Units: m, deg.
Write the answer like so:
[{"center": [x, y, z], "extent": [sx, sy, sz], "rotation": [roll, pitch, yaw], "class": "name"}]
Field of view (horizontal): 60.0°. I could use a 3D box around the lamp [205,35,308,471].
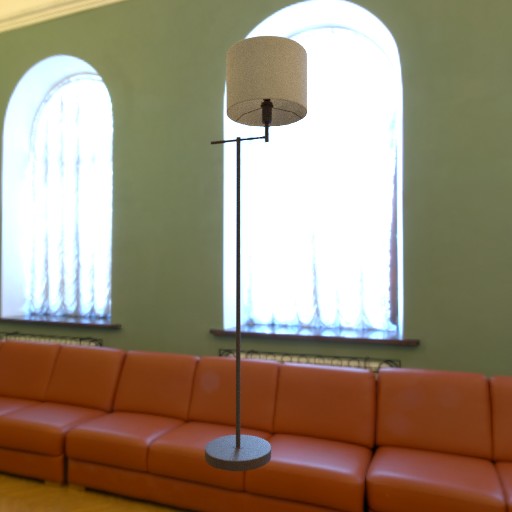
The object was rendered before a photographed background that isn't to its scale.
[{"center": [0.000, 0.000, 1.768], "extent": [0.416, 1.600, 0.324], "rotation": [-1, -2, 19], "class": "lamp"}]
